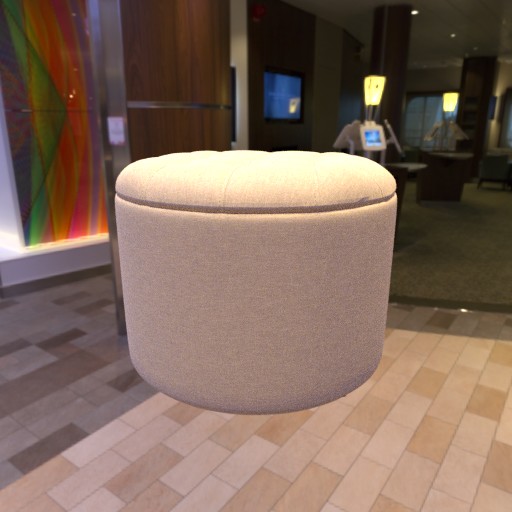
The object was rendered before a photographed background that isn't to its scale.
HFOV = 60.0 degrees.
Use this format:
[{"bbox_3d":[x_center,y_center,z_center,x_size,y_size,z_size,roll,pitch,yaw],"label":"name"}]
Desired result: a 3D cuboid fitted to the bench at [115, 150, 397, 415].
[{"bbox_3d":[0.000,0.000,1.024,0.600,0.454,0.600,0,17,0],"label":"bench"}]
